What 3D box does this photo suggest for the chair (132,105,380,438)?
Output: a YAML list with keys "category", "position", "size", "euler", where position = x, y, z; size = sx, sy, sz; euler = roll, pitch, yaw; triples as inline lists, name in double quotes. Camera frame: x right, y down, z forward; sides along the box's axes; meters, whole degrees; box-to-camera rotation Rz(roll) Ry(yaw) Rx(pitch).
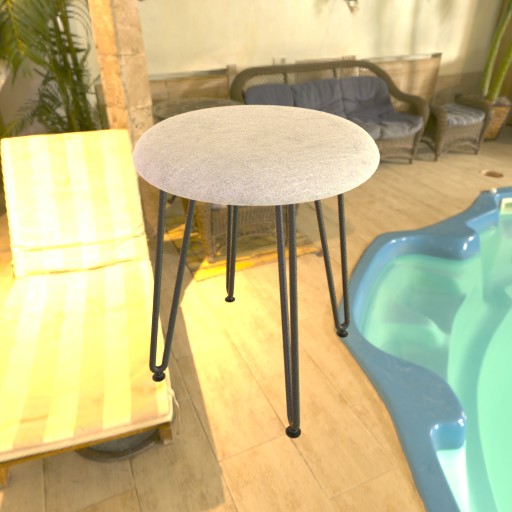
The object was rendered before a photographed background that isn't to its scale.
- category: "chair"
  position: [0.000, 0.000, 0.650]
  size: [0.350, 0.386, 0.350]
  euler: [-10, 32, -16]
